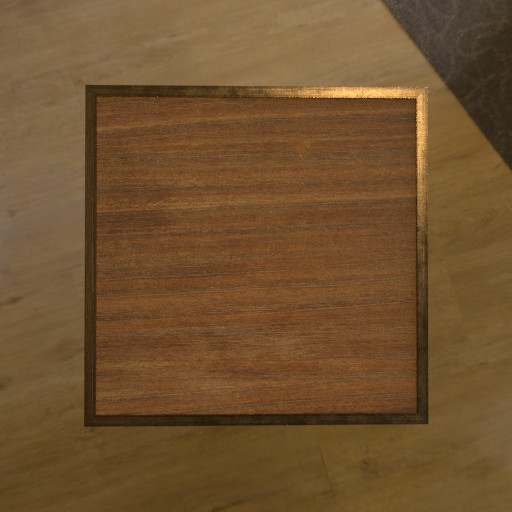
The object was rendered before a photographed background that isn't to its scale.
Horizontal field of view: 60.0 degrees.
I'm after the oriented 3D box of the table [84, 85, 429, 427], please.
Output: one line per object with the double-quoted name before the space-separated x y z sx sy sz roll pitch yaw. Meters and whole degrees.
"table" 0.000 0.000 1.397 0.909 0.451 0.899 0 89 -1
